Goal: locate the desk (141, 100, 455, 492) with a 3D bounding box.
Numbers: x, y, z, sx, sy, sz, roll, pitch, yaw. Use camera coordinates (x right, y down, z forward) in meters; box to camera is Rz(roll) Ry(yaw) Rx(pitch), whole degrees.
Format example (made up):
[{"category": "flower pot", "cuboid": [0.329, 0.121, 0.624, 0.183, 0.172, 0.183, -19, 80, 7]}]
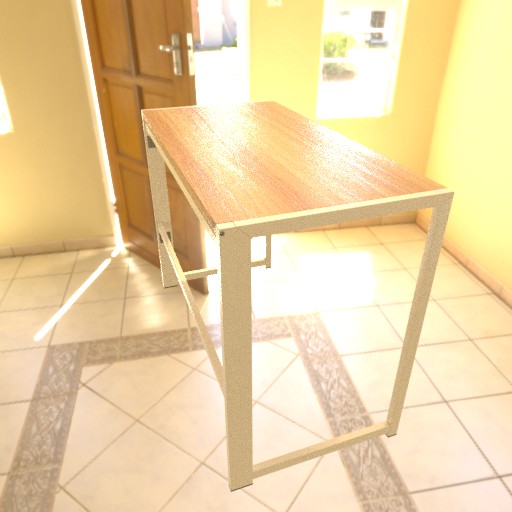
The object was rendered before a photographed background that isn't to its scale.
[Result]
[{"category": "desk", "cuboid": [0.000, 0.000, 1.444, 0.508, 0.762, 1.016, -10, 32, -17]}]
